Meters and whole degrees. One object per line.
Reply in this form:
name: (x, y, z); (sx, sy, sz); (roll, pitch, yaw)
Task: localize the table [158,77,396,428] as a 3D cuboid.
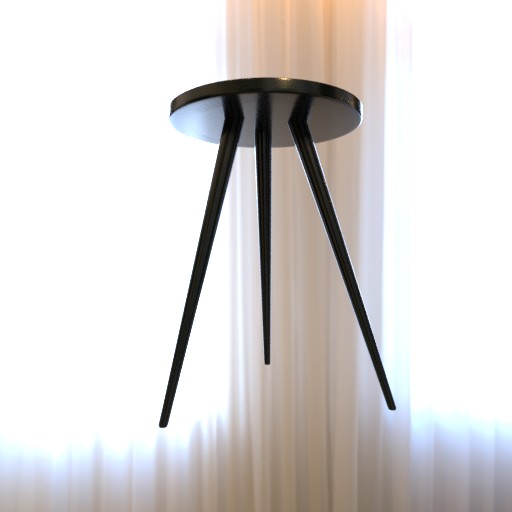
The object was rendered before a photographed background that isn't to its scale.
table: (0.000, 0.000, 0.846); (0.415, 0.548, 0.403); (0, 1, -36)
